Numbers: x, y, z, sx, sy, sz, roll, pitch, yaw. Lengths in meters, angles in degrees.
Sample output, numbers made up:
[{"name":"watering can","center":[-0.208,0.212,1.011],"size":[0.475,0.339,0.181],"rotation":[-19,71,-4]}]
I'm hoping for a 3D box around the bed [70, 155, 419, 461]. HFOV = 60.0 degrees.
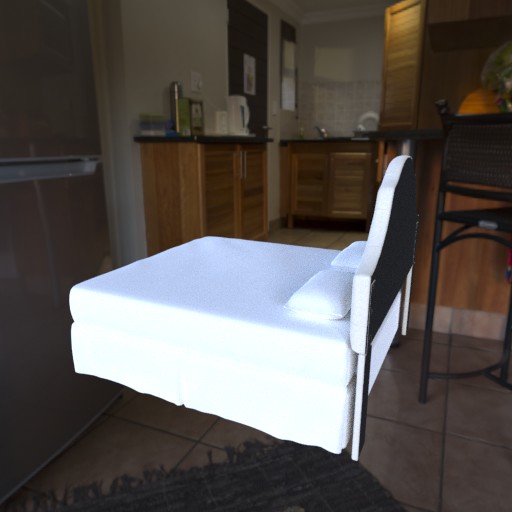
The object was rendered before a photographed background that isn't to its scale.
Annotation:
[{"name":"bed","center":[0.000,0.000,3.557],"size":[2.214,1.615,2.008],"rotation":[7,17,25]}]
